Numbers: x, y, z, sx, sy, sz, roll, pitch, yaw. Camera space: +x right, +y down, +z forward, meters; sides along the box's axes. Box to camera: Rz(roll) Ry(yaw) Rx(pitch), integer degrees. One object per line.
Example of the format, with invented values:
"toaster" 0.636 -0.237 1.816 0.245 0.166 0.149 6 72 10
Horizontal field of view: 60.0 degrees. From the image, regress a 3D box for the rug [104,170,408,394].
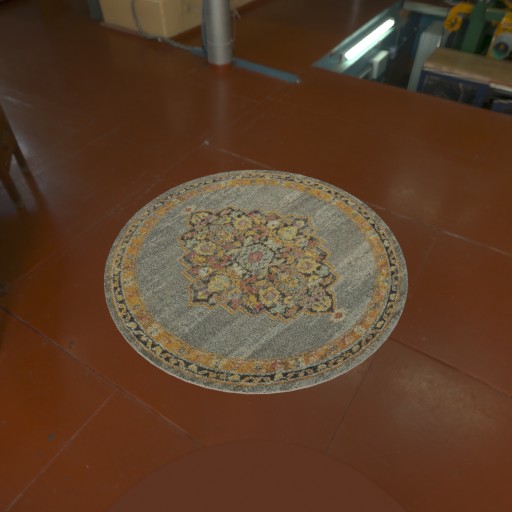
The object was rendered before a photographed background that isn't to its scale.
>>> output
"rug" 0.000 0.000 2.398 1.598 0.010 1.598 0 46 0
